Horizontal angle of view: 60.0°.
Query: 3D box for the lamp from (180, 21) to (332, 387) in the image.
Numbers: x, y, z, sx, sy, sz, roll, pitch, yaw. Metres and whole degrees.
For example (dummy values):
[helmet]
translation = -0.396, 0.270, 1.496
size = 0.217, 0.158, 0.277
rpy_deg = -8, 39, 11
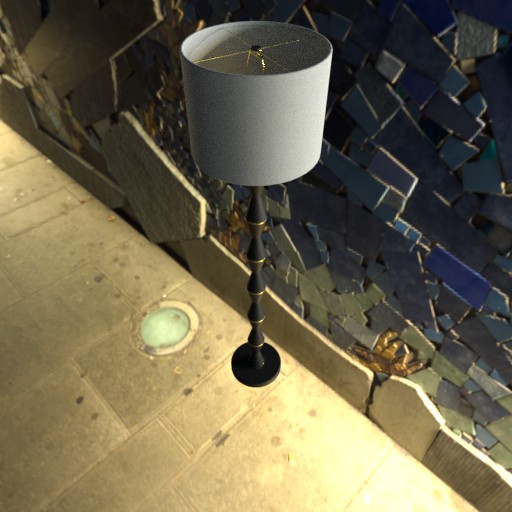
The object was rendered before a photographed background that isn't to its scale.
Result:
[lamp]
translation = 0.000, 0.000, 1.628
size = 0.381, 1.480, 0.381
rpy_deg = -21, 48, -20
